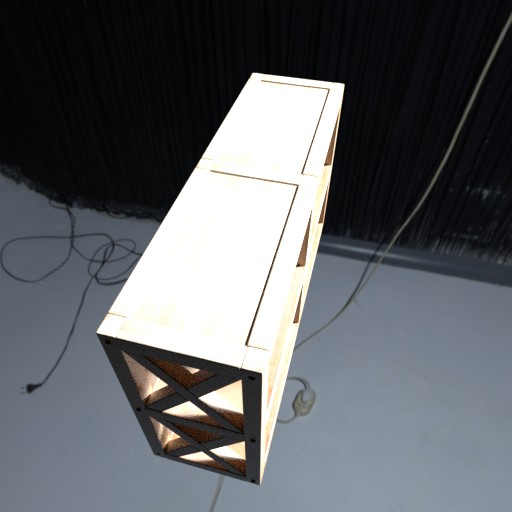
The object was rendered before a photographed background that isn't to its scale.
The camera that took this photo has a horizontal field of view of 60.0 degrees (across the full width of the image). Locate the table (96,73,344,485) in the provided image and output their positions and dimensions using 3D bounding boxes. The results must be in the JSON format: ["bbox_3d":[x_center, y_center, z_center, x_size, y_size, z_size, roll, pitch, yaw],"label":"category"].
[{"bbox_3d":[0.000,0.000,1.647,0.381,0.762,1.320,11,48,10],"label":"table"}]
